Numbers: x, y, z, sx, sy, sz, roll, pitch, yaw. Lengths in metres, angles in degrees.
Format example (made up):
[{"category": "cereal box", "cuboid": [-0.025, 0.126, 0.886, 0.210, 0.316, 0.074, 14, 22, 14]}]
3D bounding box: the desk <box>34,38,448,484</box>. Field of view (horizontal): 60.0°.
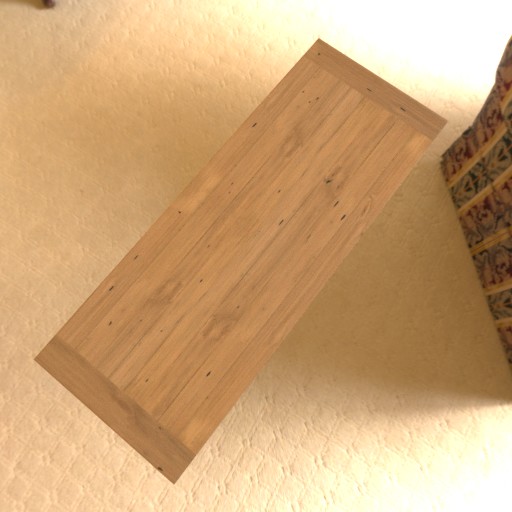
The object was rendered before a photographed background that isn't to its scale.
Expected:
[{"category": "desk", "cuboid": [0.000, 0.000, 2.143, 0.688, 0.762, 1.803, 37, 78, 9]}]
